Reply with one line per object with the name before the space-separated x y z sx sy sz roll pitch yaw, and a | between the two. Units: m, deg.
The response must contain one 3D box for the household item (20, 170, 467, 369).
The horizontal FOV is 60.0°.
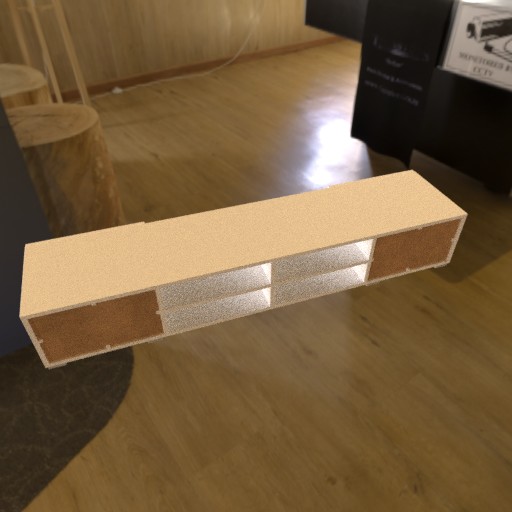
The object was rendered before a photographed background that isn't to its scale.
household item | 0.000 0.000 1.992 1.850 0.310 0.420 -13 42 -15
